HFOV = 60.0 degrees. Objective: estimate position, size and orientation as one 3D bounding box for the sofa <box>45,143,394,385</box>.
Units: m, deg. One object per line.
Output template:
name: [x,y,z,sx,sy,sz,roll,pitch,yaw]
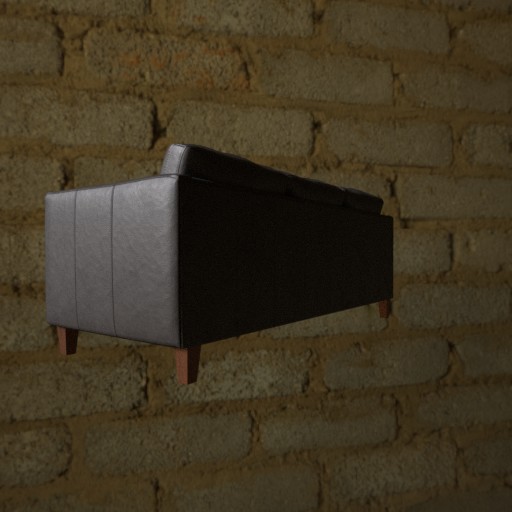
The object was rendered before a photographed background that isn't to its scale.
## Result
sofa: [0.000,0.000,2.967,1.045,1.006,2.464,0,0,36]
